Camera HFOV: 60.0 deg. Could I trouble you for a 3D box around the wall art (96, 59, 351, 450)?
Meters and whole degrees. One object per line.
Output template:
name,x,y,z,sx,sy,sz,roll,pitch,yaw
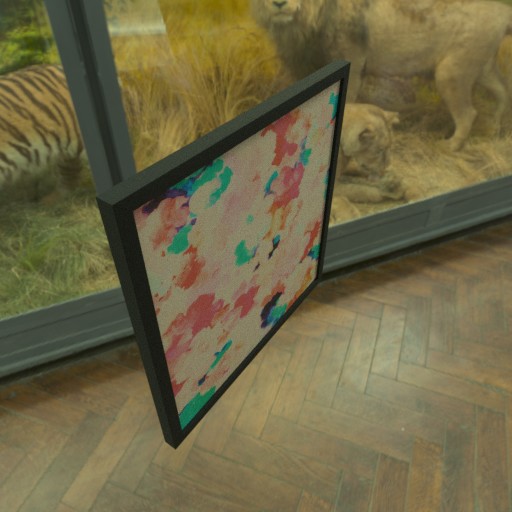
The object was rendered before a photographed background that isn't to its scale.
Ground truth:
wall art,0.000,0.000,0.452,0.015,0.304,0.306,25,47,26
